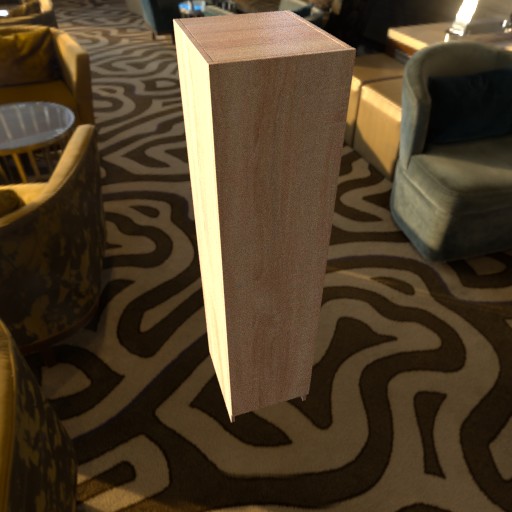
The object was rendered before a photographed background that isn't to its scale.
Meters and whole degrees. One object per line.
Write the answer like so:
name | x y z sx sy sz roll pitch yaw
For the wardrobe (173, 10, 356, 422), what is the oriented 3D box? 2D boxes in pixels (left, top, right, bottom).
wardrobe | 0.000 0.000 2.286 0.496 2.117 0.588 -12 42 -14
